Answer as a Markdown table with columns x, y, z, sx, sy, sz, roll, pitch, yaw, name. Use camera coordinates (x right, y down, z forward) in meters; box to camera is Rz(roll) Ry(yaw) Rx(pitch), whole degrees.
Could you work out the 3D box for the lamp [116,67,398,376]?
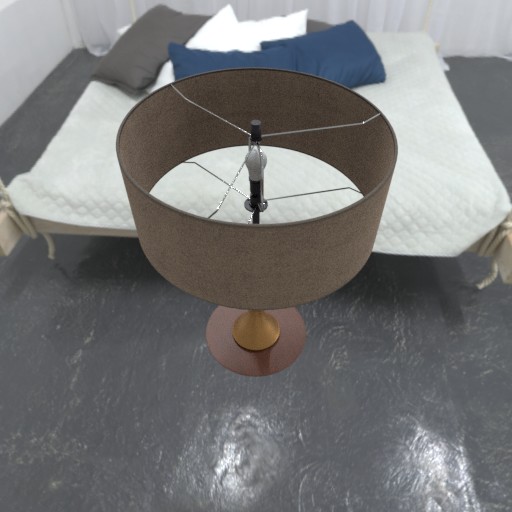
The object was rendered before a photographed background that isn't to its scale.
| x | y | z | sx | sy | sz | roll | pitch | yaw | name |
| --- | --- | --- | --- | --- | --- | --- | --- | --- | --- |
| 0.000 | 0.000 | 0.831 | 0.396 | 0.551 | 0.417 | -11 | 47 | -10 | lamp |
